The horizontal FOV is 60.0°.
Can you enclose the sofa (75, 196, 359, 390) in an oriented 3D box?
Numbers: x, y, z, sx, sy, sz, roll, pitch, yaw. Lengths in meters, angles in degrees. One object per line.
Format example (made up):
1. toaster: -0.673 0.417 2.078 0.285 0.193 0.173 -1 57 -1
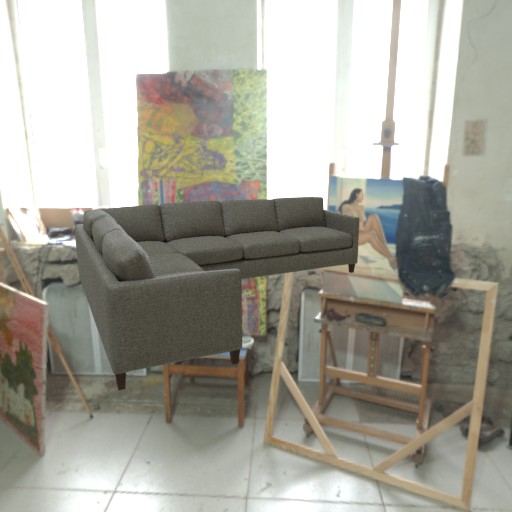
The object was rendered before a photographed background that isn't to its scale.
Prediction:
1. sofa: 0.000 0.000 4.591 3.302 0.947 2.593 -7 15 -25
